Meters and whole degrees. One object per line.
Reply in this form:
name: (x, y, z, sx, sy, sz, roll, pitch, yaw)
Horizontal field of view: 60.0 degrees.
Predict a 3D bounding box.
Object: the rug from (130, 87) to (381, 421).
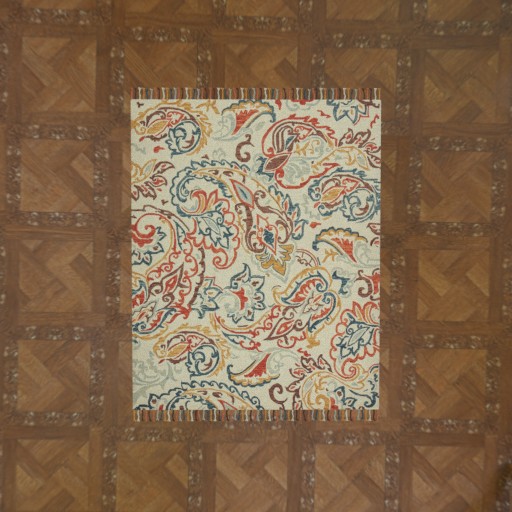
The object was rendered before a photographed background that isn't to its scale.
rug: (0.000, 0.000, 4.356, 2.439, 0.015, 3.274, 0, 91, 0)
